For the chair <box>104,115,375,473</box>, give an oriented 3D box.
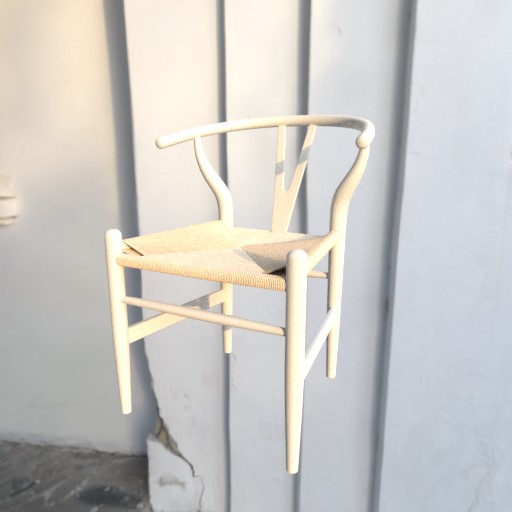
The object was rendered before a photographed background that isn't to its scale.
[{"bbox_3d":[0.000,0.000,1.150,0.569,0.730,0.579,7,15,27],"label":"chair"}]
